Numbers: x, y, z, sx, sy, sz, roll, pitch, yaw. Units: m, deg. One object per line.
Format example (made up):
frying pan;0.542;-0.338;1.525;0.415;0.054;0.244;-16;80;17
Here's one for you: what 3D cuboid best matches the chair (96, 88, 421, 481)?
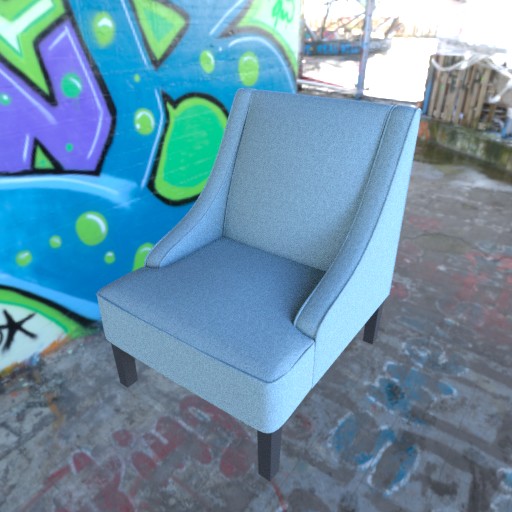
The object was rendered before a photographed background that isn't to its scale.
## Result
chair;0.000;0.000;1.831;0.857;1.133;1.025;19;34;31
